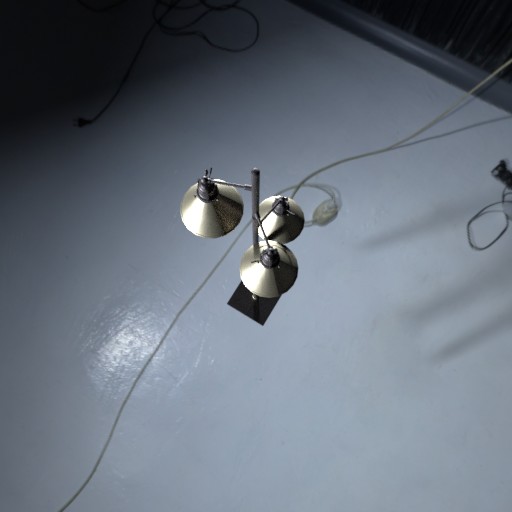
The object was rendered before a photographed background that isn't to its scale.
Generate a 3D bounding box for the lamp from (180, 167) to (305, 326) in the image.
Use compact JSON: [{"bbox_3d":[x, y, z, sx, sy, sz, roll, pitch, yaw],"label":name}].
[{"bbox_3d":[0.000,0.000,1.900,0.428,1.716,0.415,30,77,8],"label":"lamp"}]
